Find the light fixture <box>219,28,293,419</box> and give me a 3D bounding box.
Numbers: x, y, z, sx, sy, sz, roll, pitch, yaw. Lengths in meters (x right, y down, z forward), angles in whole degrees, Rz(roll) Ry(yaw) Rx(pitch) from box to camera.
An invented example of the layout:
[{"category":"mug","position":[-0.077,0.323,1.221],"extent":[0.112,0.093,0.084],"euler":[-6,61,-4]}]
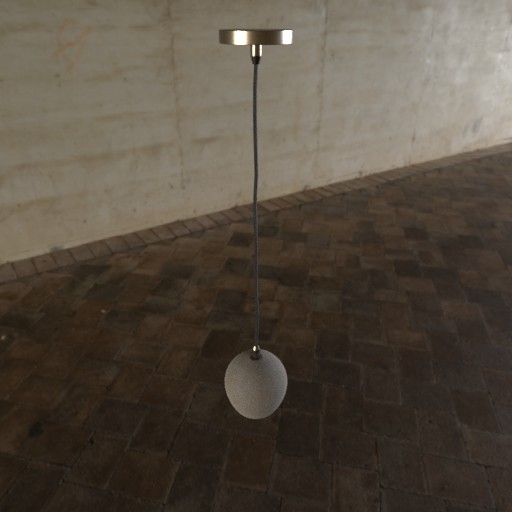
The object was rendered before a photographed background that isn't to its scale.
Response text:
[{"category":"light fixture","position":[0.000,0.000,0.839],"extent":[0.139,0.764,0.139],"euler":[-1,28,-1]}]
